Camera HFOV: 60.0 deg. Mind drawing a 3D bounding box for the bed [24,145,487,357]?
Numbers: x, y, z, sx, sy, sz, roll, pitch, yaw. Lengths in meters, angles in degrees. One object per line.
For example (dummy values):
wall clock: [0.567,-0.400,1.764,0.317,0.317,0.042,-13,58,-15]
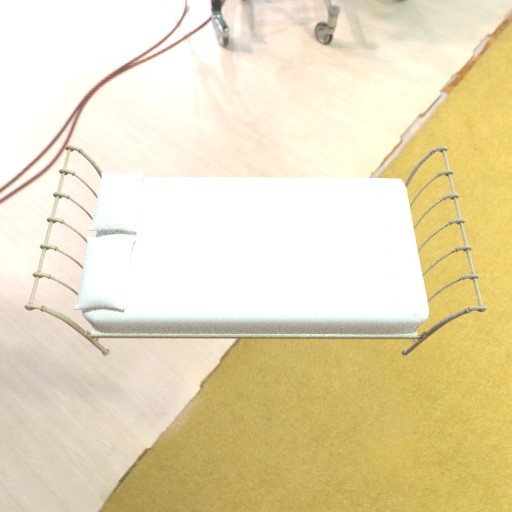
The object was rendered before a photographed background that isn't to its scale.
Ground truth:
bed: [0.000,0.000,2.726,2.228,0.873,1.032,0,63,0]
